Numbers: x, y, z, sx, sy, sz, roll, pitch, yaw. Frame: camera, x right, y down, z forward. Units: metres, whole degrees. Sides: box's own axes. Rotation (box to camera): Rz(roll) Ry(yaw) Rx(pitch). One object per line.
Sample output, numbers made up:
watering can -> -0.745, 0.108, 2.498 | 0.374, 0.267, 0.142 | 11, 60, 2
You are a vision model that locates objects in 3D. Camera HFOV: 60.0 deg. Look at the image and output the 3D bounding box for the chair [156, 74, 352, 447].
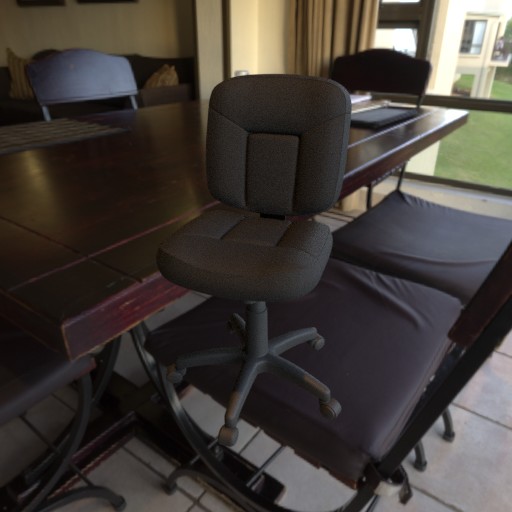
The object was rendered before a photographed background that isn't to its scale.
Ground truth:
chair -> 0.000, 0.000, 1.331 | 0.610, 0.972, 0.610 | 8, 28, 15
